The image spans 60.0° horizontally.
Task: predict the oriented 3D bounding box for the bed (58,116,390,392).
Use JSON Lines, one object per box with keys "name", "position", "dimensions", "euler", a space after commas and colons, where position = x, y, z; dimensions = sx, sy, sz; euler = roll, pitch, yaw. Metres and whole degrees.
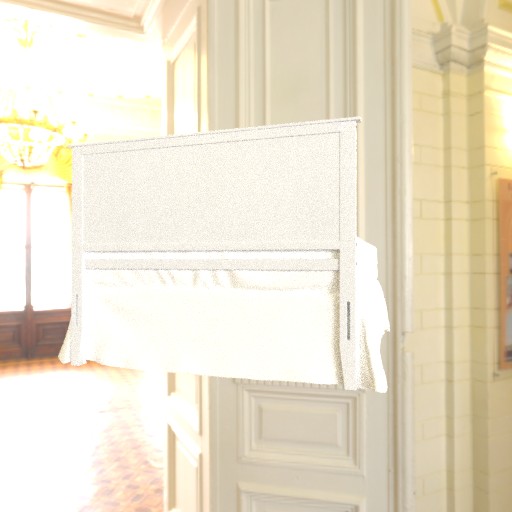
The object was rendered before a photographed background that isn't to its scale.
{"name": "bed", "position": [0.000, 0.000, 3.227], "dimensions": [1.876, 1.269, 2.047], "euler": [0, -1, 18]}
